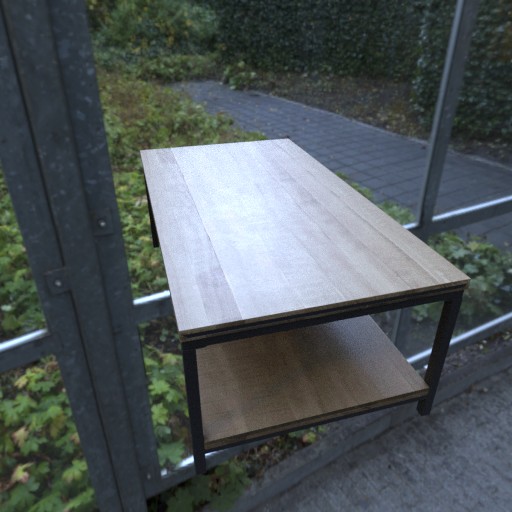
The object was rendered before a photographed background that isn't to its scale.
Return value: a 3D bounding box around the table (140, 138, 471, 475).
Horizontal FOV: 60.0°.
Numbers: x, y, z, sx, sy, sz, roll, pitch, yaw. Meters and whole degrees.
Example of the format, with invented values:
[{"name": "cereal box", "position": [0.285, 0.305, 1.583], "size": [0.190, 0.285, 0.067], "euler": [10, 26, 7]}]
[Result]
[{"name": "table", "position": [0.000, 0.000, 1.343], "size": [0.574, 0.393, 1.062], "euler": [-8, 31, -14]}]
